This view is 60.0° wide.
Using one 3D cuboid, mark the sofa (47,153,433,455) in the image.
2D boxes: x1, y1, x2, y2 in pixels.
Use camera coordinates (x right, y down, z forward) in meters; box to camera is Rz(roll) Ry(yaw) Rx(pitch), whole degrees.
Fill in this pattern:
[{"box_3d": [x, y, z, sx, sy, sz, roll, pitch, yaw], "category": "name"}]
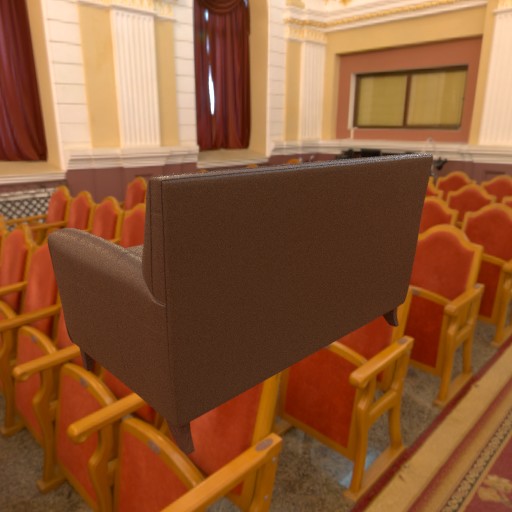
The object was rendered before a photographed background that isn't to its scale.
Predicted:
[{"box_3d": [0.000, 0.000, 1.947, 1.468, 0.859, 0.853, -15, 22, -43], "category": "sofa"}]
